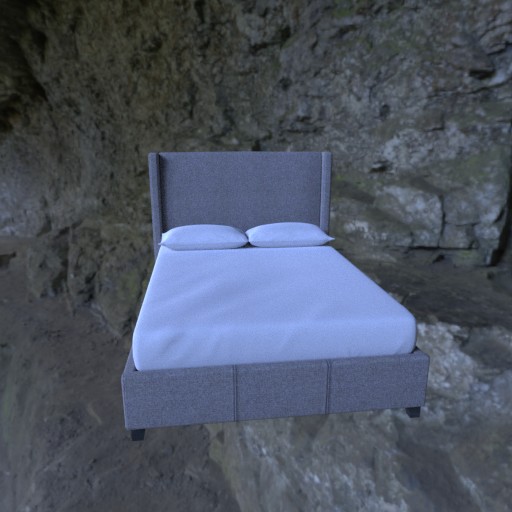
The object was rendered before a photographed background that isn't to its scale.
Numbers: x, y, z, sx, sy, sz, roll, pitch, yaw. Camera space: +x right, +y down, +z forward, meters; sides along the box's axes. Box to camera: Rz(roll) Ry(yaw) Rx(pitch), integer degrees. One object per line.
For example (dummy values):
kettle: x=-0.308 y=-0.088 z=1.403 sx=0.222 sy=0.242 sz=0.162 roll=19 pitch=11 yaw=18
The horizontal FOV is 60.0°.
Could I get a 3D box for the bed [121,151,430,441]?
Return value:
bed: x=0.000 y=0.000 z=3.389 sx=1.714 sy=1.476 sz=2.245 roll=-2 pitch=16 yaw=-7
